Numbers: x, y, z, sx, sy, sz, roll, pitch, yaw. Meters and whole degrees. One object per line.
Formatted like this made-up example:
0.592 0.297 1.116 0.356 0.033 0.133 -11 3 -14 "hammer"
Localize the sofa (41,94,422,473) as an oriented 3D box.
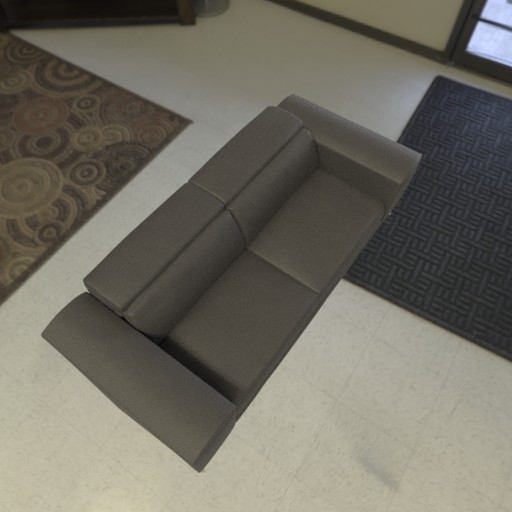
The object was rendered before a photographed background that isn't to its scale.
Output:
0.000 0.000 2.775 1.048 0.814 2.330 32 64 18 "sofa"
